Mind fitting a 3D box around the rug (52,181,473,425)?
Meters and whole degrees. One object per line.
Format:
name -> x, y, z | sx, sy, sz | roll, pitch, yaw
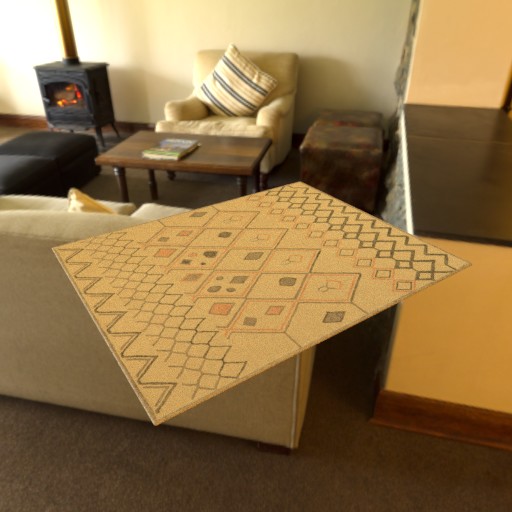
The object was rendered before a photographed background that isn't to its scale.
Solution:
rug -> 0.000, 0.000, 4.097 | 3.050, 0.016, 2.441 | -19, 36, -29
